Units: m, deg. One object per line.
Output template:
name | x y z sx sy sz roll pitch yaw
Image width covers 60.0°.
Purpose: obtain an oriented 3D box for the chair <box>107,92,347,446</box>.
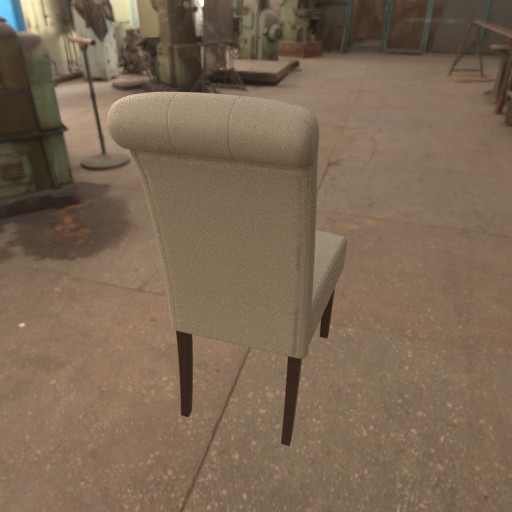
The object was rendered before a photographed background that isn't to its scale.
chair | 0.000 0.000 1.304 0.456 1.006 0.671 10 32 16
